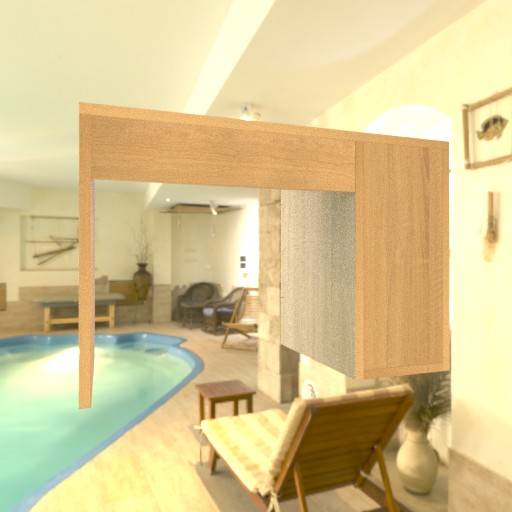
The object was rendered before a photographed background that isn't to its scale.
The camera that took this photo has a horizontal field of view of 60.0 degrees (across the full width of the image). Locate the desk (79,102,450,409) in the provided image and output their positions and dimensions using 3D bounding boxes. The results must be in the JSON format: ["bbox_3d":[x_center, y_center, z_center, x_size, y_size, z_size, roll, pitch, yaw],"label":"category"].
[{"bbox_3d":[0.000,0.000,1.518,1.100,0.731,0.600,0,0,-19],"label":"desk"}]
